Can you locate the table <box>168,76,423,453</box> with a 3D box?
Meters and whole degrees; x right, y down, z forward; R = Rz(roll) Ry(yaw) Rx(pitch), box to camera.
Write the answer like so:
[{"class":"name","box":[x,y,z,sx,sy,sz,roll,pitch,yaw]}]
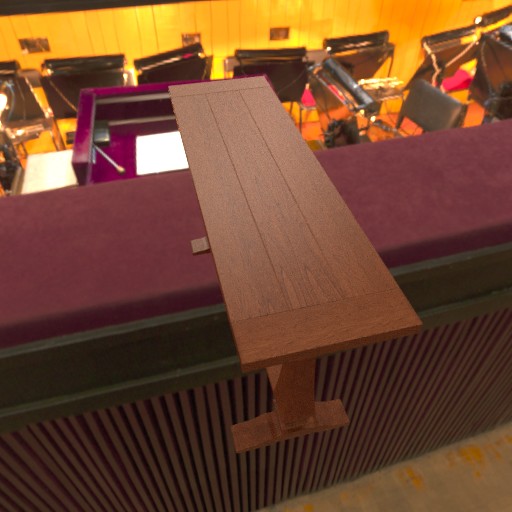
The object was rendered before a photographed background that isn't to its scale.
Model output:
[{"class":"table","box":[0.000,0.000,1.837,0.461,0.852,1.478,-10,46,-10]}]
